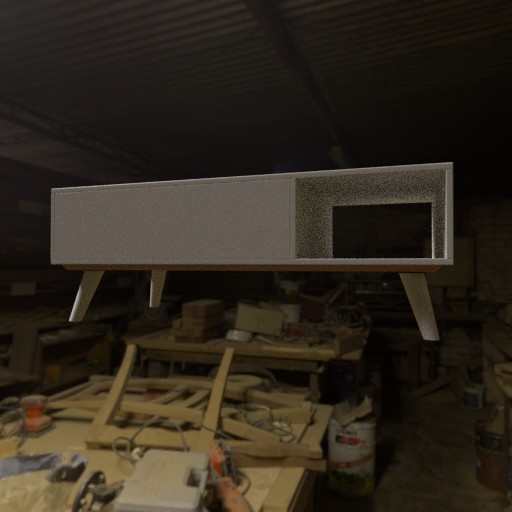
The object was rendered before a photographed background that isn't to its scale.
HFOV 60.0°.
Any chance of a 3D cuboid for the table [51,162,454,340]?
[{"bbox_3d":[0.000,0.000,1.529,1.194,0.432,0.609,0,-1,19],"label":"table"}]
